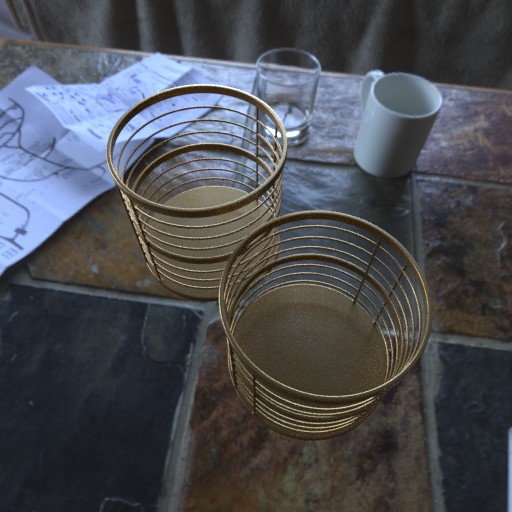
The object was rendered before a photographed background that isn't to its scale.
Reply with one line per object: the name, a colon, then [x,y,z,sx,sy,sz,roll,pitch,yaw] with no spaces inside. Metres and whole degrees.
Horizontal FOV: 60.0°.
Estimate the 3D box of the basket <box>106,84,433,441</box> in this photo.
basket: [0.000,0.000,0.937,0.356,0.351,0.746,-32,63,-19]
